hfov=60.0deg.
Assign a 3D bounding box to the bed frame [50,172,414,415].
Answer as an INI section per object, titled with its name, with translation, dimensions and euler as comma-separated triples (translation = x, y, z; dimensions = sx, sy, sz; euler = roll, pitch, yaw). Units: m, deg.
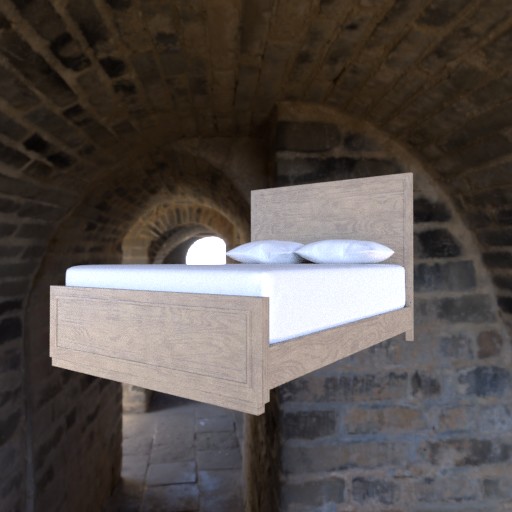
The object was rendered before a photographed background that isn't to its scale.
[bed frame]
translation = 0.000, 0.000, 3.198
dimensions = 1.606, 1.369, 2.189
euler = -1, -1, 35
